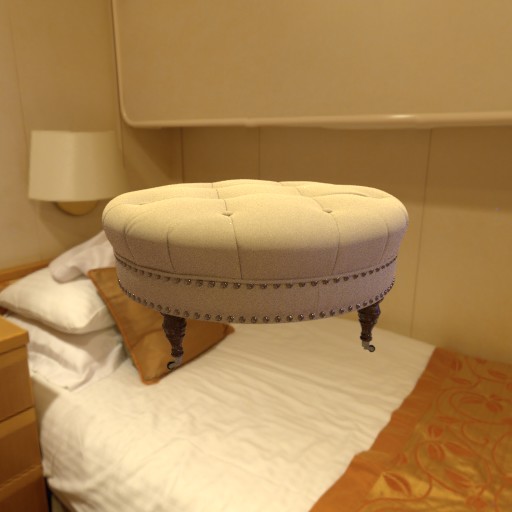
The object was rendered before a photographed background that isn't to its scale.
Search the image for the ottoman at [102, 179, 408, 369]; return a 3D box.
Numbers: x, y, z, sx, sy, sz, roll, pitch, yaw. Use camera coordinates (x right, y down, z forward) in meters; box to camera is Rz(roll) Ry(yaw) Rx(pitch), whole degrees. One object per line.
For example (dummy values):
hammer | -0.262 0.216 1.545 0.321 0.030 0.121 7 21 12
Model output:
ottoman | 0.000 0.000 1.405 0.901 0.439 0.901 0 15 0
